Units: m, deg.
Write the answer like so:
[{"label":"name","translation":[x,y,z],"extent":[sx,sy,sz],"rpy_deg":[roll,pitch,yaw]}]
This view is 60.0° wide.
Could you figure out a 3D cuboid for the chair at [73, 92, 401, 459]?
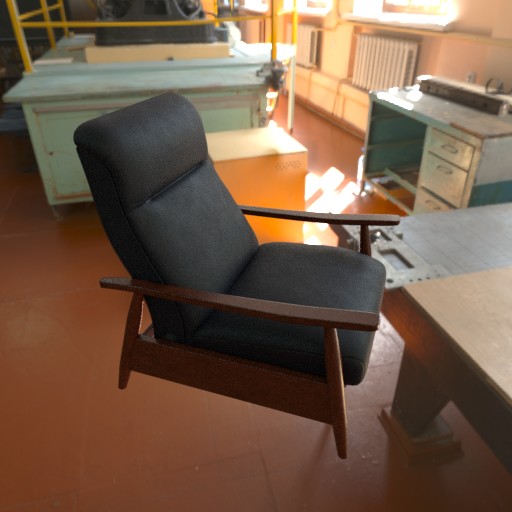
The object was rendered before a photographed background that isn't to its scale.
[{"label":"chair","translation":[0.000,0.000,1.736],"extent":[1.014,1.082,0.762],"rpy_deg":[11,33,17]}]
